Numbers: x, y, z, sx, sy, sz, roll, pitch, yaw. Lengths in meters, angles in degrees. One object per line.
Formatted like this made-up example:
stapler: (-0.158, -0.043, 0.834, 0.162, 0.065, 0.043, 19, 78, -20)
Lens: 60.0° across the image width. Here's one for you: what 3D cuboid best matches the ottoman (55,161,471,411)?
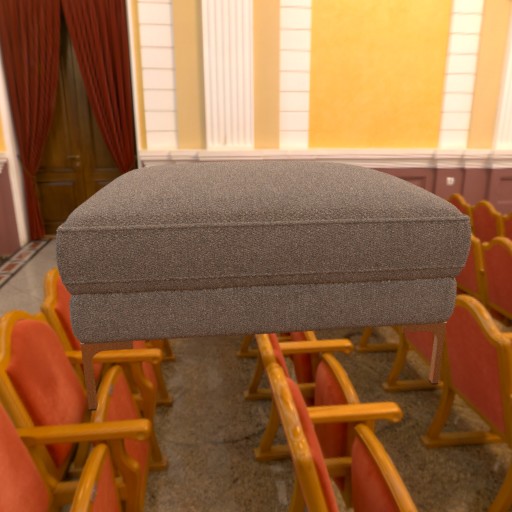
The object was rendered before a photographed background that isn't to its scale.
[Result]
ottoman: (0.000, 0.000, 1.127, 0.785, 0.464, 0.583, -2, 17, -7)
